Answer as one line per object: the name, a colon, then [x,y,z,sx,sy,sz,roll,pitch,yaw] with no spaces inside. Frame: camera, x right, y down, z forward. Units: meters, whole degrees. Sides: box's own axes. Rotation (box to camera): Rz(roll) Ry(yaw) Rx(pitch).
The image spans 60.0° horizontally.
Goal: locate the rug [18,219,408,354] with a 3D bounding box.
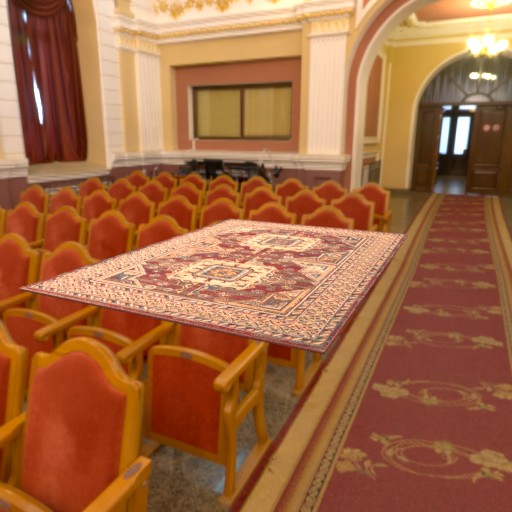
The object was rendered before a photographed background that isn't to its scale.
rug: [0.000,0.000,2.864,1.599,0.011,2.210,7,16,25]
